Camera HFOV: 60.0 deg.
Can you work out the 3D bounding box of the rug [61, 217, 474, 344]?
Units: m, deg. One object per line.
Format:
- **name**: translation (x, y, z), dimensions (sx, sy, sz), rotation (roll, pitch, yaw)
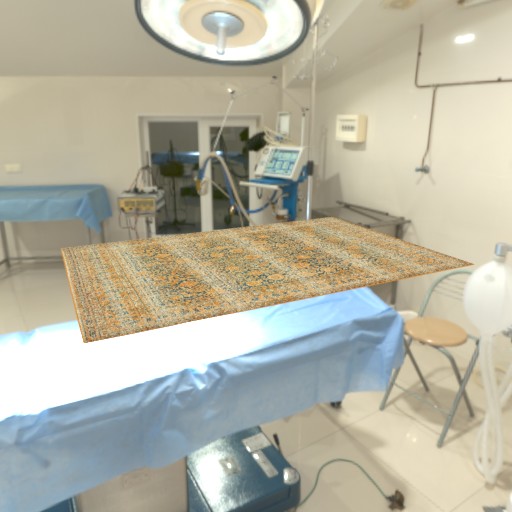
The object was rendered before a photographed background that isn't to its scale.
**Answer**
- **rug**: translation (0.000, 0.000, 2.977), dimensions (2.336, 0.007, 1.525), rotation (-8, 20, -25)
